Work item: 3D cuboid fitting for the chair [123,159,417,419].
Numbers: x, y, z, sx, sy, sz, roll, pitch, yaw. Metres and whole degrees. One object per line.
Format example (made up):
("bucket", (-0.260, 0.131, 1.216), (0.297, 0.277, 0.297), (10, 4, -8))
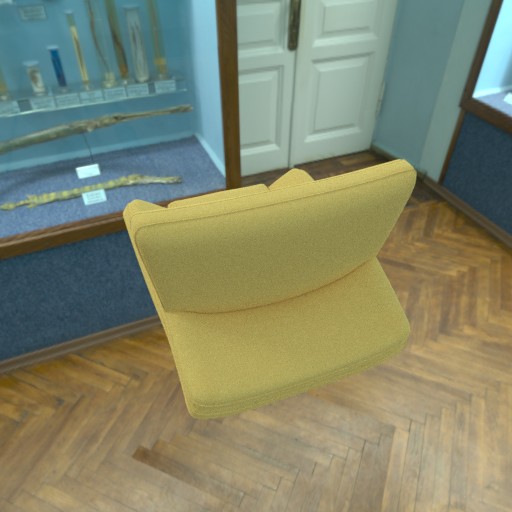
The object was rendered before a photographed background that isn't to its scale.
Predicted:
("chair", (0.000, 0.000, 1.655), (0.859, 0.855, 1.008), (-14, 43, -15))
